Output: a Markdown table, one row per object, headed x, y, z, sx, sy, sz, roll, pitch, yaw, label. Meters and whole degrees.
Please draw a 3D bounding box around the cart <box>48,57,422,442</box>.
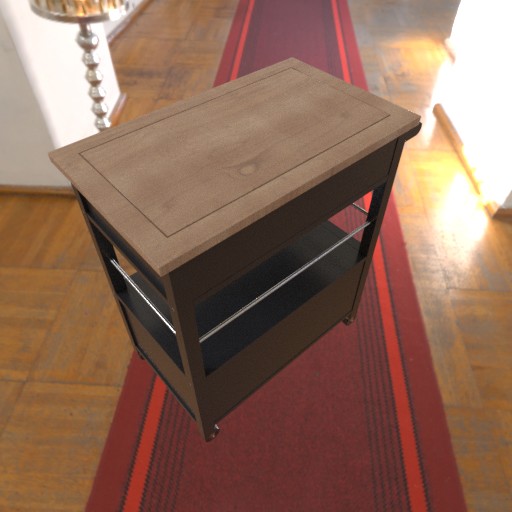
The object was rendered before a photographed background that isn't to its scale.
| x | y | z | sx | sy | sz | roll | pitch | yaw | label |
| --- | --- | --- | --- | --- | --- | --- | --- | --- | --- |
| 0.000 | 0.000 | 1.389 | 0.840 | 0.901 | 0.459 | -33 | 55 | -27 | cart |
